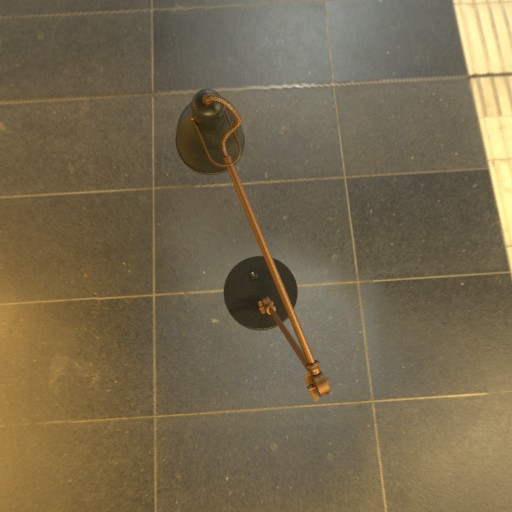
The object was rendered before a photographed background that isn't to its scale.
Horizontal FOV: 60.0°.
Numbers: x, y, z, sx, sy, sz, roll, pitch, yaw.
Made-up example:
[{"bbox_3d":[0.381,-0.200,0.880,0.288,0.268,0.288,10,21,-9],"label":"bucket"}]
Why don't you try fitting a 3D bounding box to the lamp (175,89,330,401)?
[{"bbox_3d":[0.000,0.000,0.869,0.187,0.587,0.561,-23,77,-6],"label":"lamp"}]
